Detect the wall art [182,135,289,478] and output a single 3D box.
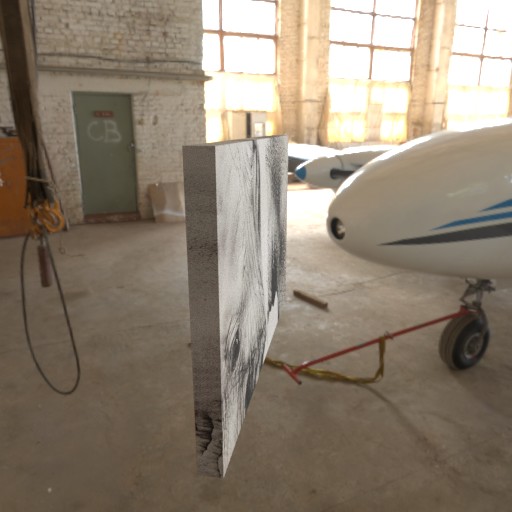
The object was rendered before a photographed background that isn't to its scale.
[{"bbox_3d":[0.000,0.000,0.793,0.035,0.407,0.613,3,17,10],"label":"wall art"}]
